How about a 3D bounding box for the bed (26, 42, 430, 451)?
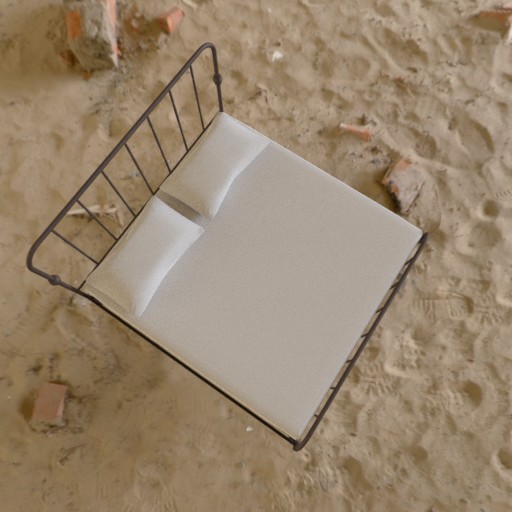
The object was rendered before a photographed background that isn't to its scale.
[{"bbox_3d":[0.000,0.000,3.386,2.134,1.446,2.044,33,77,9],"label":"bed"}]
